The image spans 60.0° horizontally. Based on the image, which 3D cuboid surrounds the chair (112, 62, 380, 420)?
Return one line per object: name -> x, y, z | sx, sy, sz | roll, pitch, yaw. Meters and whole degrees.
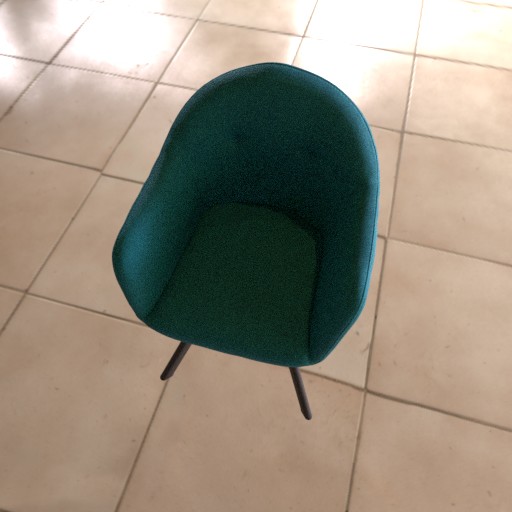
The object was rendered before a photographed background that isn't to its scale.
chair -> 0.000, 0.000, 1.174 | 0.545, 0.775, 0.565 | 13, 58, 8
